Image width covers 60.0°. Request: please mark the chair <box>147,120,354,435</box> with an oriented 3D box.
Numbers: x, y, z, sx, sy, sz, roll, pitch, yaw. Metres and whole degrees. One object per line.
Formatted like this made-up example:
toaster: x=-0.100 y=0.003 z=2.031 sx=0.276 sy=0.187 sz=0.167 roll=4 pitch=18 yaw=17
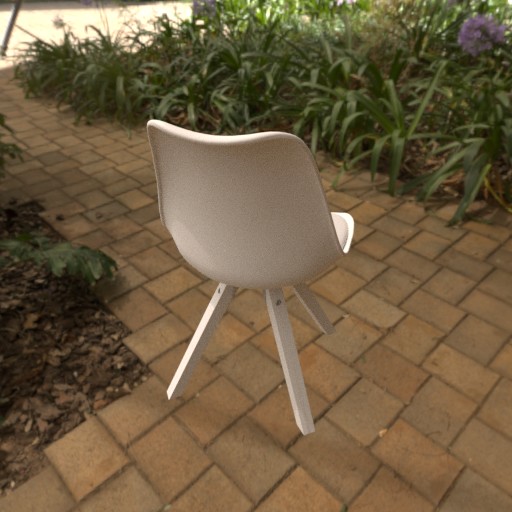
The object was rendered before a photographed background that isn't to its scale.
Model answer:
chair: x=0.000 y=0.000 z=1.187 sx=0.485 sy=0.850 sz=0.550 roll=10 pitch=35 yaw=14
